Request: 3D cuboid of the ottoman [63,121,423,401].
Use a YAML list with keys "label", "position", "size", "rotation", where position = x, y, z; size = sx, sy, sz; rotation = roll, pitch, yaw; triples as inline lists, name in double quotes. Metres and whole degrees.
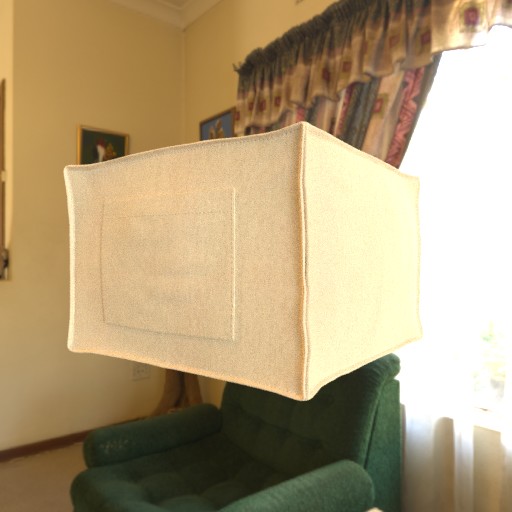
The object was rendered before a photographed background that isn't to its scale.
- label: "ottoman"
  position: [0.000, 0.000, 1.158]
  size: [0.707, 0.470, 0.696]
  rotation: [0, 0, 35]
